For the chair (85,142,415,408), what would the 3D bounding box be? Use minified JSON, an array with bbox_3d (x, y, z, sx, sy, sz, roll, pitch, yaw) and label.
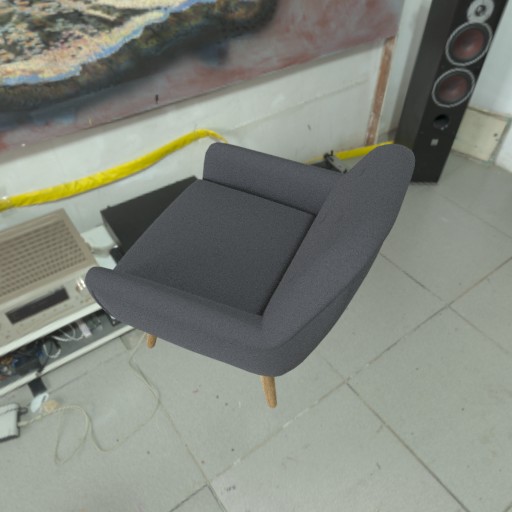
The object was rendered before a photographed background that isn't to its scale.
[{"bbox_3d":[0.000,0.000,1.434,0.779,0.800,0.770,18,49,17],"label":"chair"}]
